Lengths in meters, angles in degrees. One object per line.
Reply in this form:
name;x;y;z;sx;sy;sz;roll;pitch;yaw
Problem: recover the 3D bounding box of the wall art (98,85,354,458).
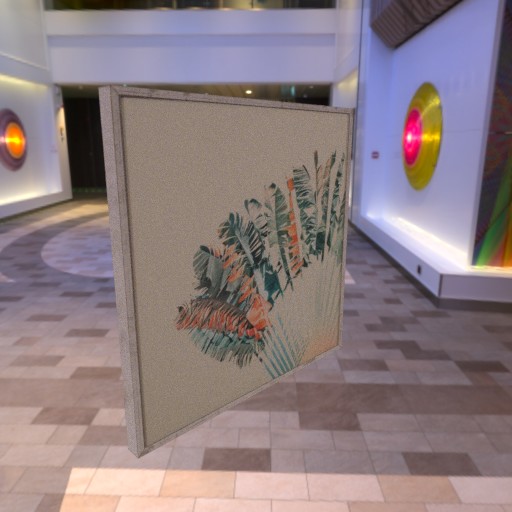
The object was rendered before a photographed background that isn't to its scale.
wall art;0.000;0.000;0.760;0.508;0.506;0.029;-14;20;-43
